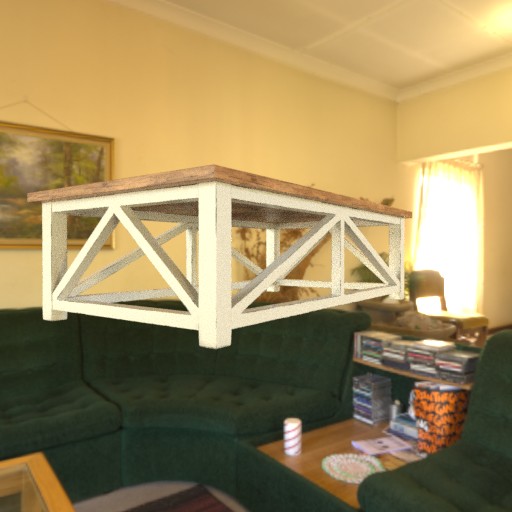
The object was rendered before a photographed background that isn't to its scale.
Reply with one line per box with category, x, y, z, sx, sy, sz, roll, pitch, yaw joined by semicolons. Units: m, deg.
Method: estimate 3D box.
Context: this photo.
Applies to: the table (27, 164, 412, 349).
table;0.000;0.000;1.756;0.800;0.410;1.400;0;1;36
